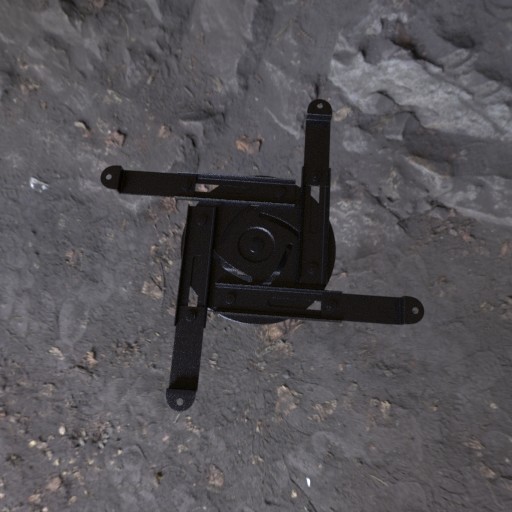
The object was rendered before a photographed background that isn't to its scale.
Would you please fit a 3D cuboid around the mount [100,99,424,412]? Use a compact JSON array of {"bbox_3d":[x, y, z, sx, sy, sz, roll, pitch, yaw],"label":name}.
[{"bbox_3d":[0.000,0.000,0.593,0.394,0.141,0.394,4,75,1],"label":"mount"}]
